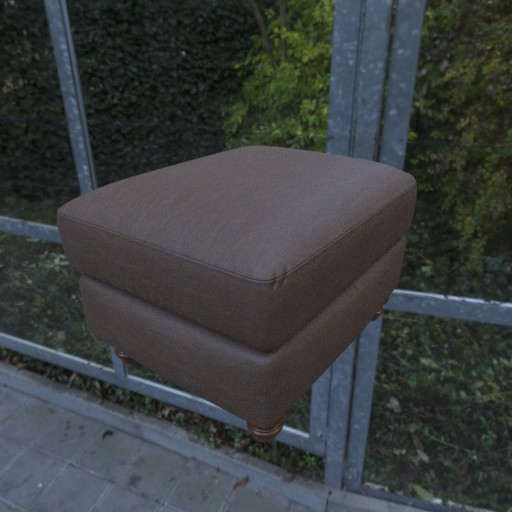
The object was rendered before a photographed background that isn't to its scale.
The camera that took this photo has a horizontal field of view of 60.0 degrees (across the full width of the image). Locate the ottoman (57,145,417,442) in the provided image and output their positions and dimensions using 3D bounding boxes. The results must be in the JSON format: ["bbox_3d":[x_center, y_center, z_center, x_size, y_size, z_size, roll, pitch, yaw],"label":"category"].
[{"bbox_3d":[0.000,0.000,1.216,0.635,0.508,0.787,17,30,32],"label":"ottoman"}]
